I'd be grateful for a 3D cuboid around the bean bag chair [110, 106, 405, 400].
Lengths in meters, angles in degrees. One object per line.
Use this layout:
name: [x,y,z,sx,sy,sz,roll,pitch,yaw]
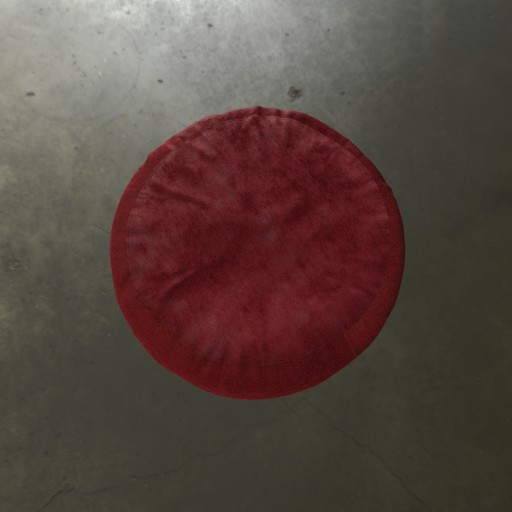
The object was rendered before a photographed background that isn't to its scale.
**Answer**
bean bag chair: [0.000,0.000,2.002,1.219,0.762,1.219,0,76,0]
